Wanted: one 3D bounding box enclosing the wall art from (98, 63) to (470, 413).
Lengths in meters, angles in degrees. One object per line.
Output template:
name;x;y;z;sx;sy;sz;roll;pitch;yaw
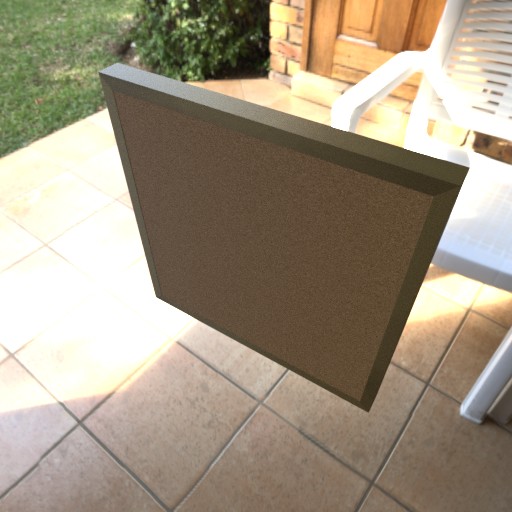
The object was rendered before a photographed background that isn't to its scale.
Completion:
wall art;0.000;0.000;0.730;0.507;0.508;0.038;24;50;22
